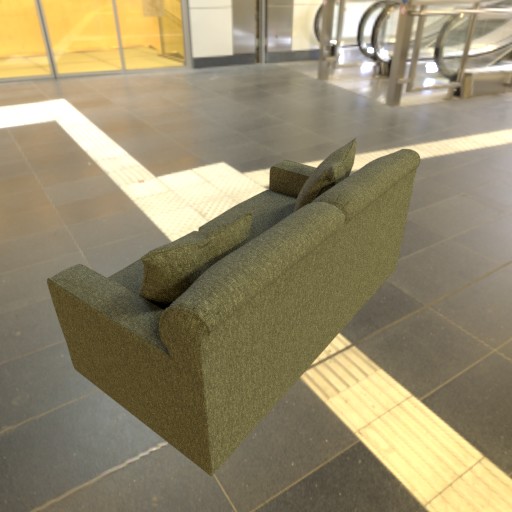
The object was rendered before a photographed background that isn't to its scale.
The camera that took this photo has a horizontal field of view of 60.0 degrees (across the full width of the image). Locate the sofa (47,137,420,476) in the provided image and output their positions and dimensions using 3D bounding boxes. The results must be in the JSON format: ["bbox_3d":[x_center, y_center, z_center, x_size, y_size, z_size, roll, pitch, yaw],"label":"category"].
[{"bbox_3d":[0.000,0.000,2.391,0.998,0.958,1.846,22,39,31],"label":"sofa"}]
